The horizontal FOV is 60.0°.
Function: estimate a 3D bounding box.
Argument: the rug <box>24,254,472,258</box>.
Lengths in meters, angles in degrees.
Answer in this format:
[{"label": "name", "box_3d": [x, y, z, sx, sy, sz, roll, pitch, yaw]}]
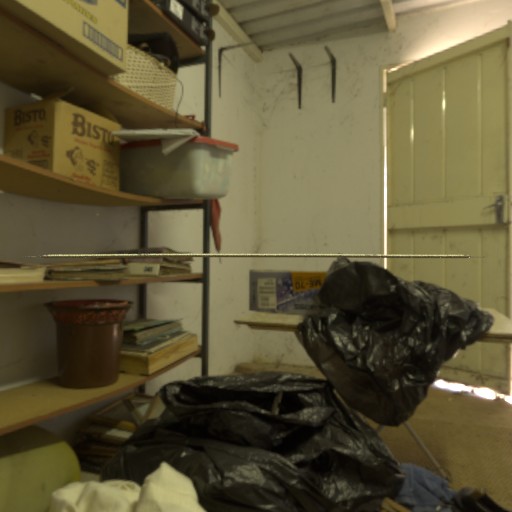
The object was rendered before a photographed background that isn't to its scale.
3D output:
[{"label": "rug", "box_3d": [0.000, 0.000, 3.936, 3.027, 0.028, 2.125, 0, 0, 0]}]
